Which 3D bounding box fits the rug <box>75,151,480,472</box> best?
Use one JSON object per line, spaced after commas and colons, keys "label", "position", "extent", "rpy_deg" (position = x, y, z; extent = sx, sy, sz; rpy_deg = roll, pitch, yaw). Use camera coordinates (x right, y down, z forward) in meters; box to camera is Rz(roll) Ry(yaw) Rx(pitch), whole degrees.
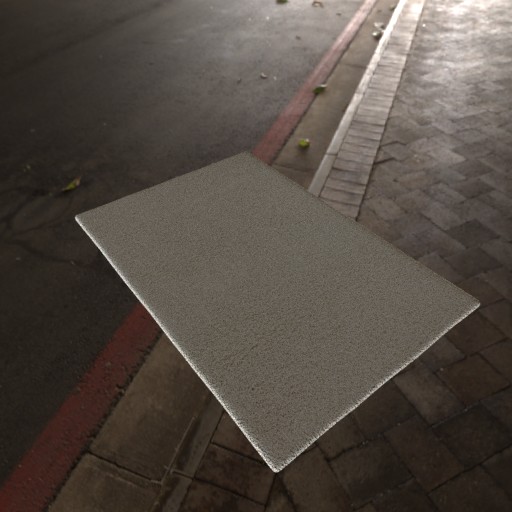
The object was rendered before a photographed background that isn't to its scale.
{"label": "rug", "position": [0.000, 0.000, 2.262], "extent": [1.219, 0.030, 1.778], "rpy_deg": [-27, 49, -27]}
